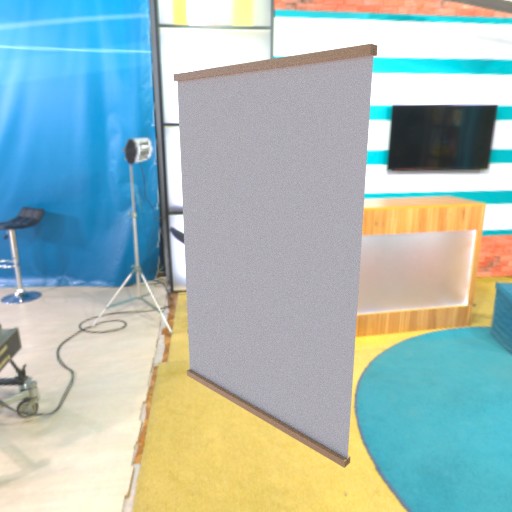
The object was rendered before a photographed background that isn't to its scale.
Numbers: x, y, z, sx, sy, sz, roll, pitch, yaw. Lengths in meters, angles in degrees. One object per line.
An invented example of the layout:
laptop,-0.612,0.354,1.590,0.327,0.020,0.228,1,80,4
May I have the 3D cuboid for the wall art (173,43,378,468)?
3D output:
wall art,0.000,0.000,0.755,0.401,0.611,0.016,14,21,42
